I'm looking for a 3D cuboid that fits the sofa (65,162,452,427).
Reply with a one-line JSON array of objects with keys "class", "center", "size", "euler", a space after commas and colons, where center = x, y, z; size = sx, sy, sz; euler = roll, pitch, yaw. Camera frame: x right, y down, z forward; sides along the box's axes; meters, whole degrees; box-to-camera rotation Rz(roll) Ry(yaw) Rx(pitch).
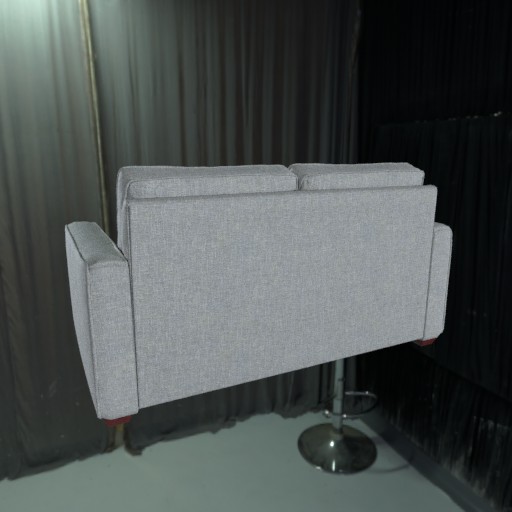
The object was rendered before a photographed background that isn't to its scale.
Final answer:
[{"class": "sofa", "center": [0.000, 0.000, 2.205], "size": [1.706, 0.915, 0.945], "euler": [-7, 15, -26]}]
